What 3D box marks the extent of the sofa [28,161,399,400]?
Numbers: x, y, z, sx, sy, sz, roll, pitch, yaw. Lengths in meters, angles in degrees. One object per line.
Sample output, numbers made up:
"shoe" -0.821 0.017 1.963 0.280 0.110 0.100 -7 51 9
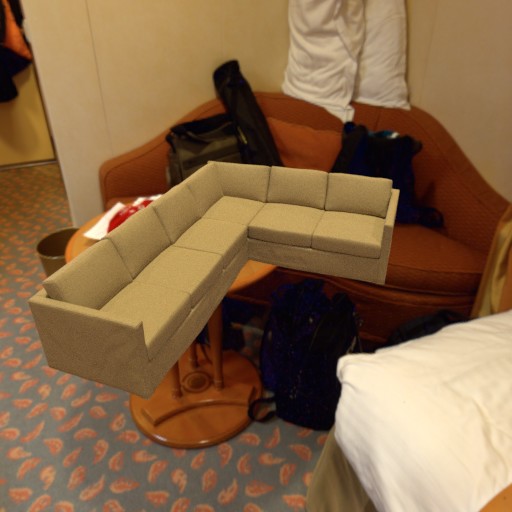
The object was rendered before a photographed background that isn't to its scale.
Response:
"sofa" 0.000 0.000 4.291 2.432 0.871 3.182 10 31 17
